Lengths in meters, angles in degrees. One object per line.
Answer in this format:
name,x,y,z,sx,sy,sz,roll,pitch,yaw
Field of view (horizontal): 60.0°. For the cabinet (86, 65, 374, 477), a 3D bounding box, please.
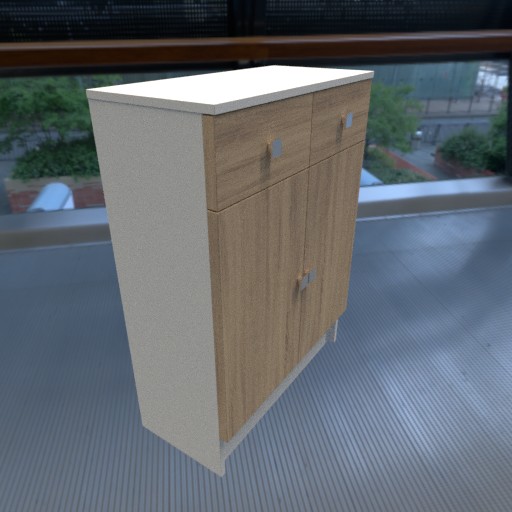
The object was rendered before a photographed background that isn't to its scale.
cabinet,0.000,0.000,1.093,0.296,0.815,0.600,18,32,30
